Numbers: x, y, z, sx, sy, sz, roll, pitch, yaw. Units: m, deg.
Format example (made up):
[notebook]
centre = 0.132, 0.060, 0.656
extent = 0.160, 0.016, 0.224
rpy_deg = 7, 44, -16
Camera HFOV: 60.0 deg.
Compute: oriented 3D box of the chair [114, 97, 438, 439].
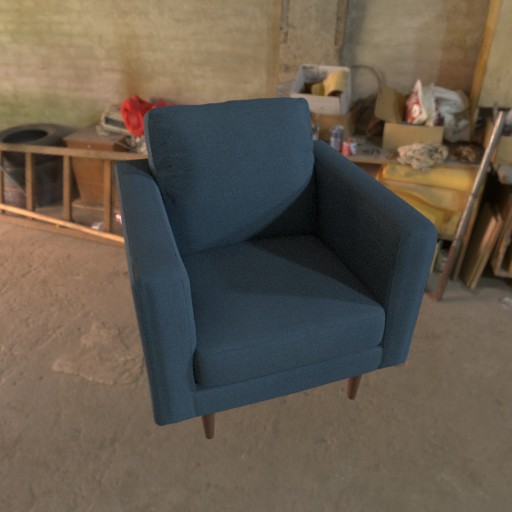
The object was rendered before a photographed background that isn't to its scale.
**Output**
[chair]
centre = 0.000, 0.000, 1.543
extent = 0.855, 0.922, 0.820
rpy_deg = -10, 34, -15
